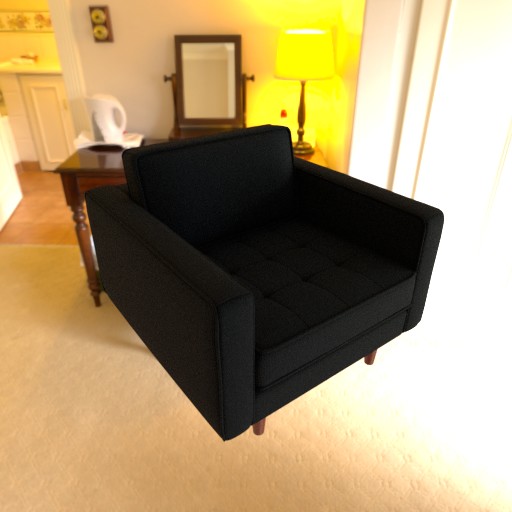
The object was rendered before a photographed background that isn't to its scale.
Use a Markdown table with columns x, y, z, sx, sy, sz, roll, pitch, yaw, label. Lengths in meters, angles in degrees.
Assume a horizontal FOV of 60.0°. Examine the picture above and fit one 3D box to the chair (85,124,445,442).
| x | y | z | sx | sy | sz | roll | pitch | yaw | label |
| --- | --- | --- | --- | --- | --- | --- | --- | --- | --- |
| 0.000 | 0.000 | 1.601 | 0.899 | 0.770 | 0.920 | -20 | 35 | -31 | chair |
